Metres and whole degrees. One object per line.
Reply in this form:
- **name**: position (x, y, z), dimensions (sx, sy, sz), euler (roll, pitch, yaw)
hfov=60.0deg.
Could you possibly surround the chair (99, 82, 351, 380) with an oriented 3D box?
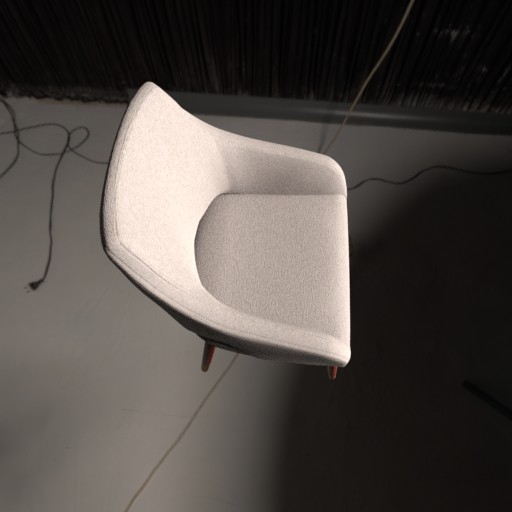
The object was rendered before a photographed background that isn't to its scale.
- **chair**: position (0.000, 0.000, 1.287), dimensions (0.600, 0.889, 0.609), euler (4, 64, 2)
